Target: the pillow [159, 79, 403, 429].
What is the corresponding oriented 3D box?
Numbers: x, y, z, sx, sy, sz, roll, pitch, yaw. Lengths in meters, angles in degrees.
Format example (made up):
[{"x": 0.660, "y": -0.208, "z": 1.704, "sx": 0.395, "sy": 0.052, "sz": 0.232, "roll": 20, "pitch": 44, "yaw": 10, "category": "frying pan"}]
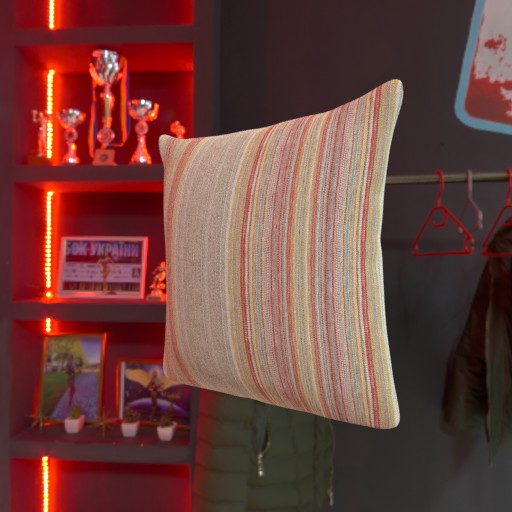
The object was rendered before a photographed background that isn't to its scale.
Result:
[{"x": 0.000, "y": 0.000, "z": 0.683, "sx": 0.451, "sy": 0.449, "sz": 0.191, "roll": 0, "pitch": -1, "yaw": 37, "category": "pillow"}]
